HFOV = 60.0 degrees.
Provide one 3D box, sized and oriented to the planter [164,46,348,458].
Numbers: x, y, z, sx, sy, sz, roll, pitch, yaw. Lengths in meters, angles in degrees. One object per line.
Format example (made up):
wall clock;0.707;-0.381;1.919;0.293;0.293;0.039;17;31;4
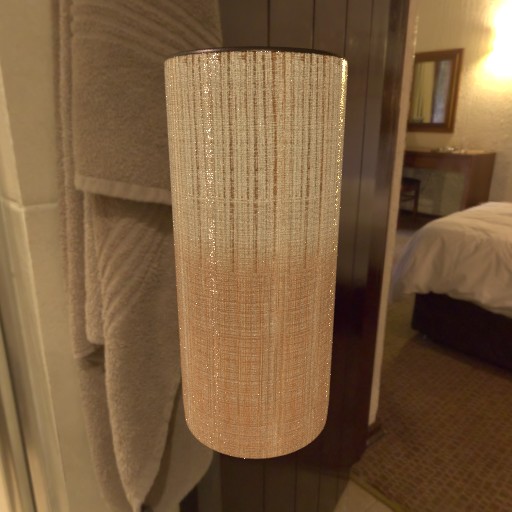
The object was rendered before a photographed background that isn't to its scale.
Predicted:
planter;0.000;0.000;0.279;0.100;0.227;0.100;3;18;11
